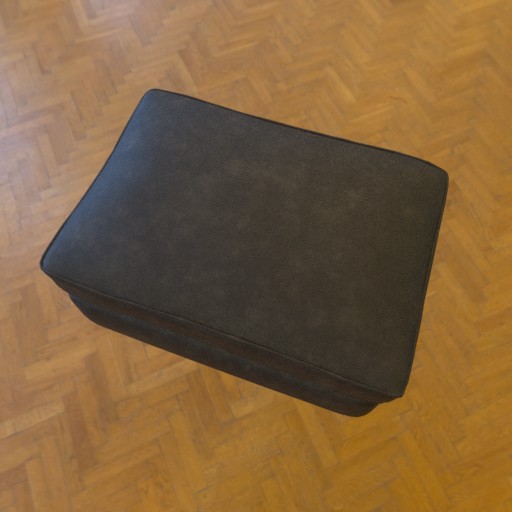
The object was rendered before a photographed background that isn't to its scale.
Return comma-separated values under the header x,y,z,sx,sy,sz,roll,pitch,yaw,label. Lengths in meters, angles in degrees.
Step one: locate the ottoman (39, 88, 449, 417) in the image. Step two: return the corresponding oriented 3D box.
x,y,z,sx,sy,sz,roll,pitch,yaw,label
0.000,0.000,0.965,0.665,0.413,0.501,18,66,8,ottoman
